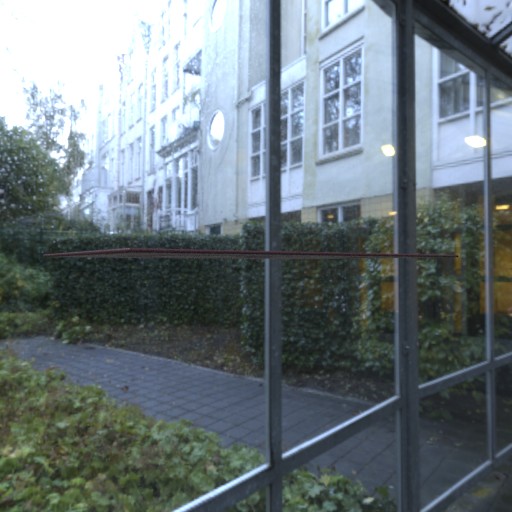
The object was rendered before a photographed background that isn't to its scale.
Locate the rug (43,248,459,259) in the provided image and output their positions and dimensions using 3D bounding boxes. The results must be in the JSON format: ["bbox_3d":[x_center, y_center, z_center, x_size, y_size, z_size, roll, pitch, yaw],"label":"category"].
[{"bbox_3d":[0.000,0.000,5.852,4.578,0.033,3.033,1,-1,-37],"label":"rug"}]
